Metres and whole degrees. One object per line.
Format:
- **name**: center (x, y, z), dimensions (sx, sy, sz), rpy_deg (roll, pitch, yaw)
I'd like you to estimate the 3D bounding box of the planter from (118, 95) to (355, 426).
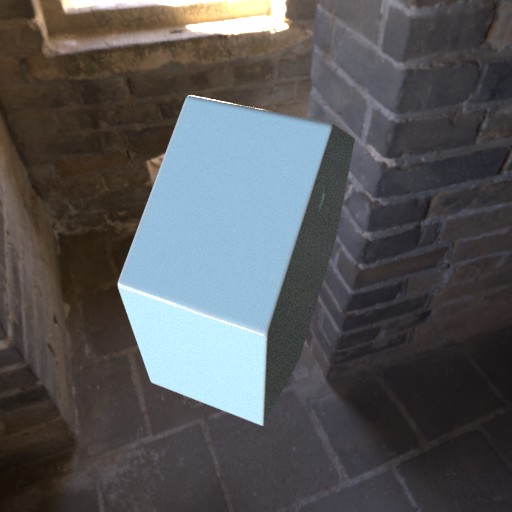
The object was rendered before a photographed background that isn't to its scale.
- **planter**: center (0.000, 0.000, 0.290), dimensions (0.078, 0.207, 0.169), rpy_deg (16, 49, 15)
